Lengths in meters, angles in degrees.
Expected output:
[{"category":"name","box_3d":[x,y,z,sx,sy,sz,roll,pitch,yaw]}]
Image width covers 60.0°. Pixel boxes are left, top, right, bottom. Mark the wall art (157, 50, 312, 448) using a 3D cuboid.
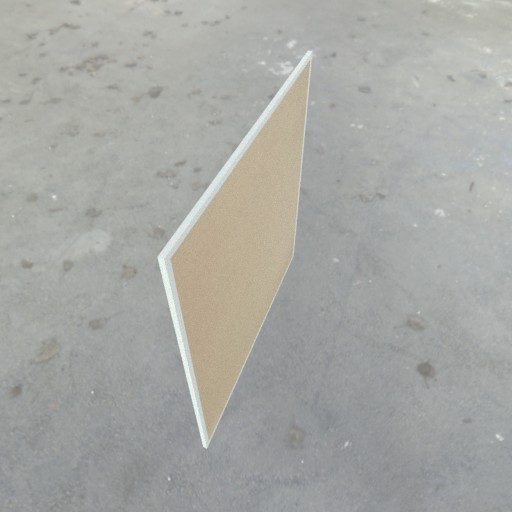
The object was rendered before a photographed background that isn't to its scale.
[{"category":"wall art","box_3d":[0.000,0.000,1.234,0.012,0.809,0.809,16,49,14]}]
